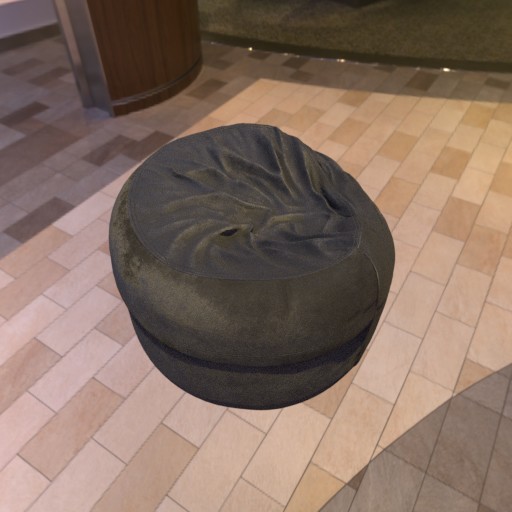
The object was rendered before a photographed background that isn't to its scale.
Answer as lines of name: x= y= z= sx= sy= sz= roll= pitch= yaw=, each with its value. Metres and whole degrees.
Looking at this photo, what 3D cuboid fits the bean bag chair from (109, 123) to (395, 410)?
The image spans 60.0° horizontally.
bean bag chair: x=0.000 y=0.000 z=1.509 sx=0.918 sy=0.605 sz=0.918 roll=0 pitch=46 yaw=0
